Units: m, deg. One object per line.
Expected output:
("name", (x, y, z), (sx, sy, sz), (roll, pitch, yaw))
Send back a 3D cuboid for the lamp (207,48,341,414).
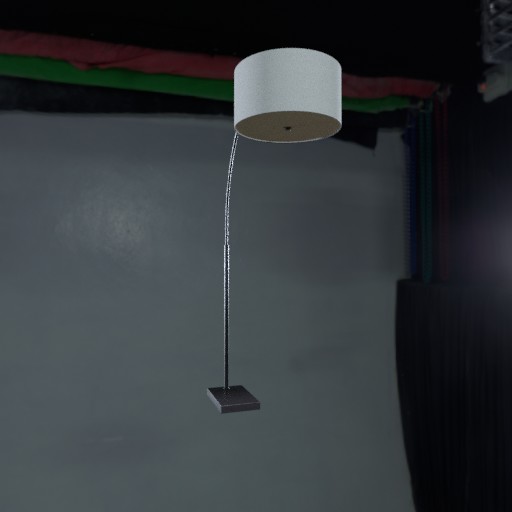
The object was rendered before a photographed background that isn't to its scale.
("lamp", (0.000, 0.000, 2.493), (0.493, 1.927, 1.424), (0, -1, -18))
